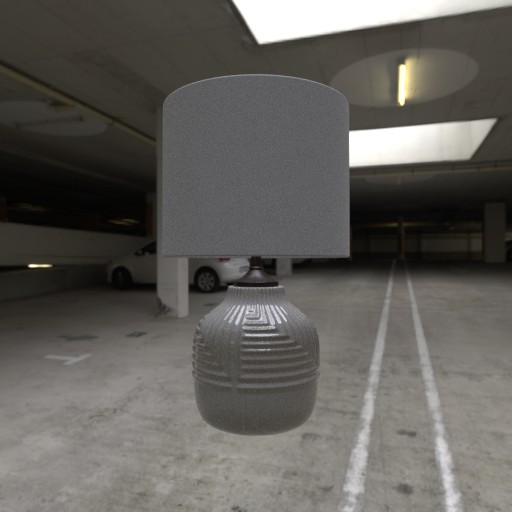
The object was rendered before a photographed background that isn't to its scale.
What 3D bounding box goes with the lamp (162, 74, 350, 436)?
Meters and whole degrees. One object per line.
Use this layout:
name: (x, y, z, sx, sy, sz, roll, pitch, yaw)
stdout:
lamp: (0.000, 0.000, 0.768, 0.318, 0.567, 0.318, 0, -1, 0)
